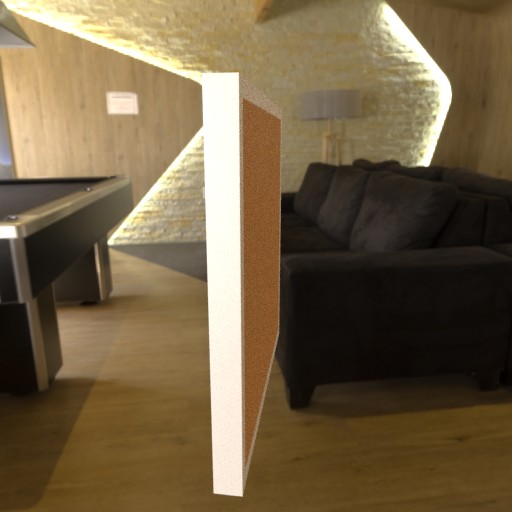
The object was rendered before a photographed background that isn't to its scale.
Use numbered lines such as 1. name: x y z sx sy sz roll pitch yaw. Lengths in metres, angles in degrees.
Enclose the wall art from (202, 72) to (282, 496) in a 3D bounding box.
1. wall art: 0.000 0.000 0.752 0.038 0.508 0.507 2 14 8
